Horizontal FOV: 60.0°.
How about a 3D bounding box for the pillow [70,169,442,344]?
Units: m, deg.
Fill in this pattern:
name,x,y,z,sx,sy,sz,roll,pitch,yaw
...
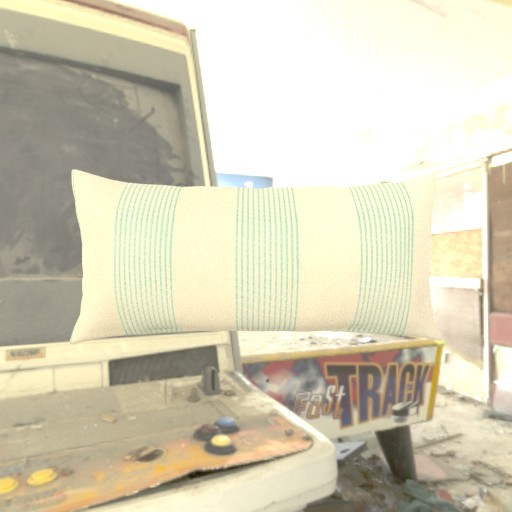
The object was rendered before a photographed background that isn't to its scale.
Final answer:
name,x,y,z,sx,sy,sz,roll,pitch,yaw
pillow,0.000,0.000,0.729,0.610,0.287,0.151,0,-1,0
